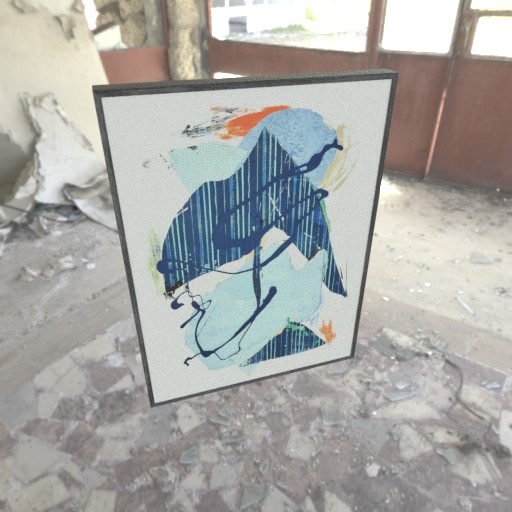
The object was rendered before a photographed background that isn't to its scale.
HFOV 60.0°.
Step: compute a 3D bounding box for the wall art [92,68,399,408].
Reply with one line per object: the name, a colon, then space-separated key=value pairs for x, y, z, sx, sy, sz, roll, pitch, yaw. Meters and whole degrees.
wall art: x=0.000 y=0.000 z=1.346 sx=0.762 sy=1.016 sz=0.063 roll=-10 pitch=33 yaw=-15
